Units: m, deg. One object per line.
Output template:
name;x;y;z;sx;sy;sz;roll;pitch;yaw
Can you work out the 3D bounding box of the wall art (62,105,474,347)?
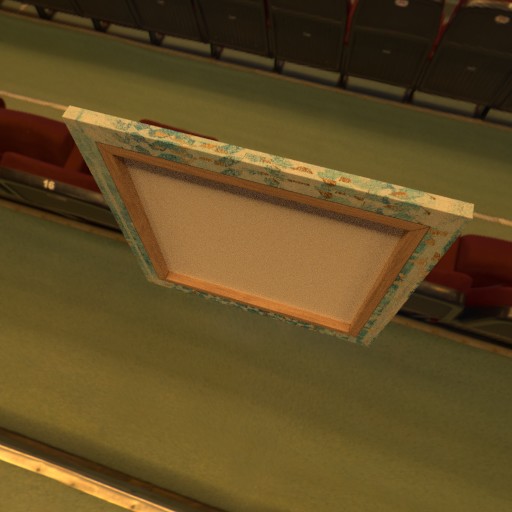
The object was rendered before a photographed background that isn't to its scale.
wall art;0.000;0.000;1.359;0.916;0.916;0.040;16;64;8
